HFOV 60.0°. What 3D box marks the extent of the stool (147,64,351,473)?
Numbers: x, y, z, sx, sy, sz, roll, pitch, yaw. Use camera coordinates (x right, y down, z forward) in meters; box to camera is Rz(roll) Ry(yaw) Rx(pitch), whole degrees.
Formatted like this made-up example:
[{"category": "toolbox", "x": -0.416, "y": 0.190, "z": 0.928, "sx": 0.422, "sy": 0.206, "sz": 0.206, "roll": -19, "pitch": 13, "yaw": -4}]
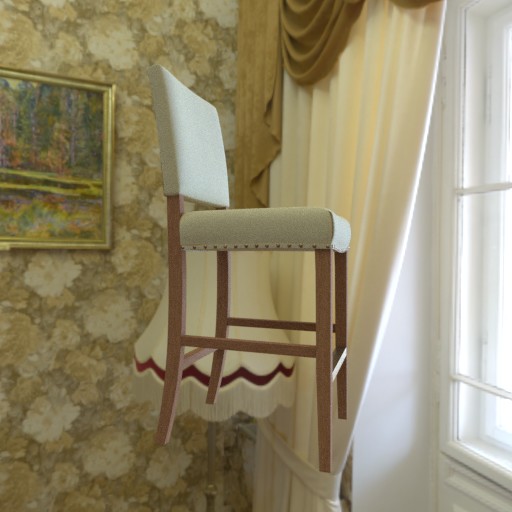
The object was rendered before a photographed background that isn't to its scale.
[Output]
[{"category": "stool", "x": 0.000, "y": 0.000, "z": 1.478, "sx": 0.584, "sy": 1.168, "sz": 0.445, "roll": 0, "pitch": 1, "yaw": 18}]
